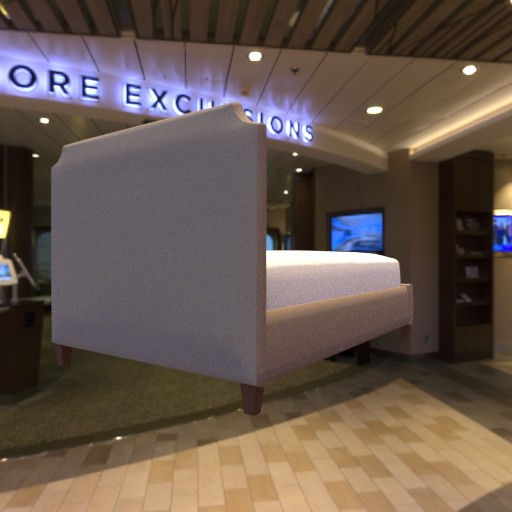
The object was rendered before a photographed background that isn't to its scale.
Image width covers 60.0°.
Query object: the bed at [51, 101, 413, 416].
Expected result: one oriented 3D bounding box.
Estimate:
[{"bbox_3d":[0.000,0.000,3.386,1.713,1.443,2.372,0,0,36],"label":"bed"}]
